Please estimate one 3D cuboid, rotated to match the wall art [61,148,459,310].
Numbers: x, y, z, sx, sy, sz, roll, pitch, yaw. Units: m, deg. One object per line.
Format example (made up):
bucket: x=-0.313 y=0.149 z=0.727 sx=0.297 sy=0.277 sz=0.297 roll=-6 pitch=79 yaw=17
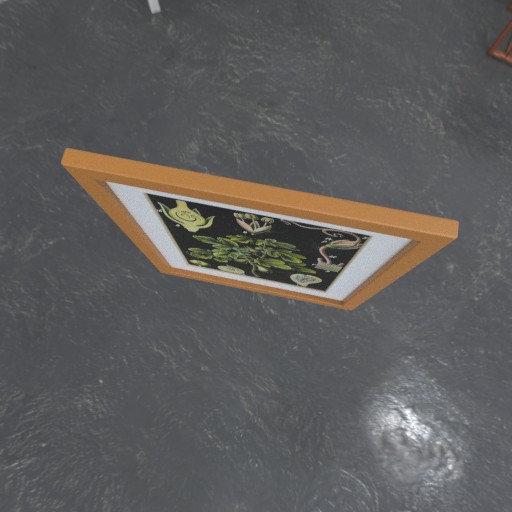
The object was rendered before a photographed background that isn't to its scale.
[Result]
wall art: x=0.000 y=0.000 z=0.764 sx=0.452 sy=0.553 sz=0.022 roll=11 pitch=75 yaw=3
